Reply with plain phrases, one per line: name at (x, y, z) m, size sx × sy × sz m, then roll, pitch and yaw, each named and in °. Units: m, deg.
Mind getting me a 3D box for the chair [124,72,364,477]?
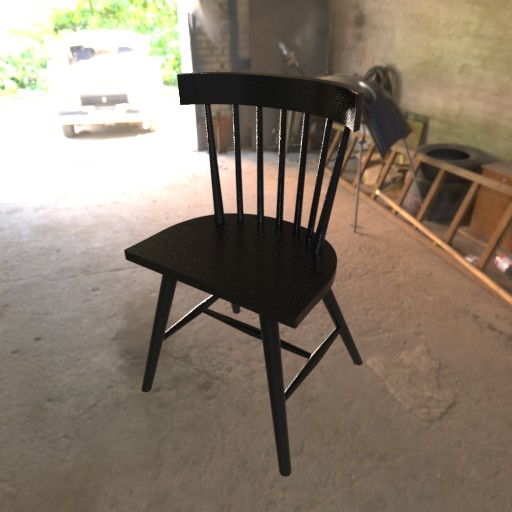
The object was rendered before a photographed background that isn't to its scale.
chair at (0.000, 0.000, 1.148) m, size 0.506 × 0.844 × 0.483 m, roll 19°, pitch 35°, yaw 29°
